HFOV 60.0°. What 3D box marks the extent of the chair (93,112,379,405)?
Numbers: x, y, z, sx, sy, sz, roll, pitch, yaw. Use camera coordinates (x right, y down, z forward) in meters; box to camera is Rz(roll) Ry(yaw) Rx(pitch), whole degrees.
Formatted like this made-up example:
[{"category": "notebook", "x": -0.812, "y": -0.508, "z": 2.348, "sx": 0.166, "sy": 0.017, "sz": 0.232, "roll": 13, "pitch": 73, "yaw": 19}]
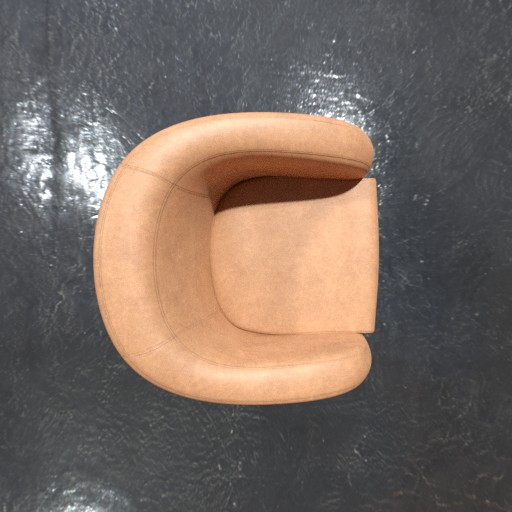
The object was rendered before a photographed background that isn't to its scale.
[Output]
[{"category": "chair", "x": 0.000, "y": 0.000, "z": 1.470, "sx": 0.815, "sy": 0.771, "sz": 0.791, "roll": 0, "pitch": 92, "yaw": 0}]
